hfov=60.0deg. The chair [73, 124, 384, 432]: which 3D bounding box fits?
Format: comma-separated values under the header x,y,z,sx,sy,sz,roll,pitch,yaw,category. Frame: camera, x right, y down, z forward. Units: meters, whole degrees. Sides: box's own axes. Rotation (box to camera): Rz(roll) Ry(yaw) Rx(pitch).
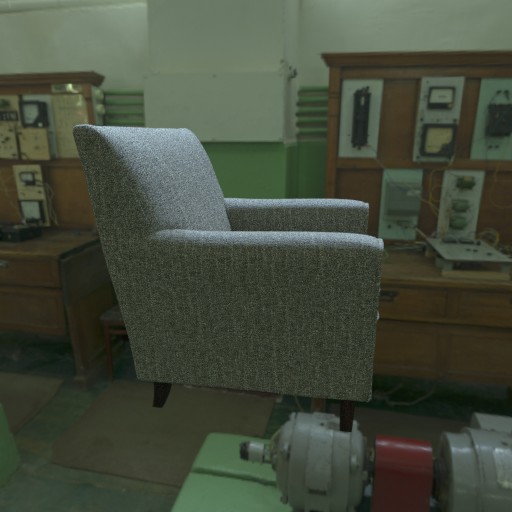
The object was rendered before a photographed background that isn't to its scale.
x,y,z,sx,sy,sz,roll,pitch,yaw,category
0.000,0.000,1.654,0.873,0.928,0.864,3,16,10,chair
